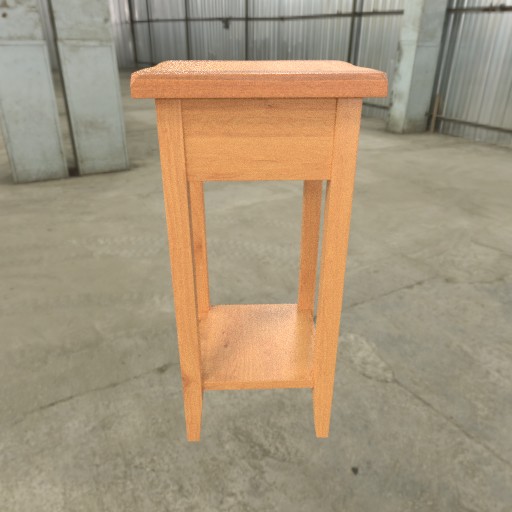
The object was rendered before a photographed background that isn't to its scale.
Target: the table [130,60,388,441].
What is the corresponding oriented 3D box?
[{"bbox_3d":[0.000,0.000,0.935,0.360,0.740,0.360,-1,27,-2],"label":"table"}]
